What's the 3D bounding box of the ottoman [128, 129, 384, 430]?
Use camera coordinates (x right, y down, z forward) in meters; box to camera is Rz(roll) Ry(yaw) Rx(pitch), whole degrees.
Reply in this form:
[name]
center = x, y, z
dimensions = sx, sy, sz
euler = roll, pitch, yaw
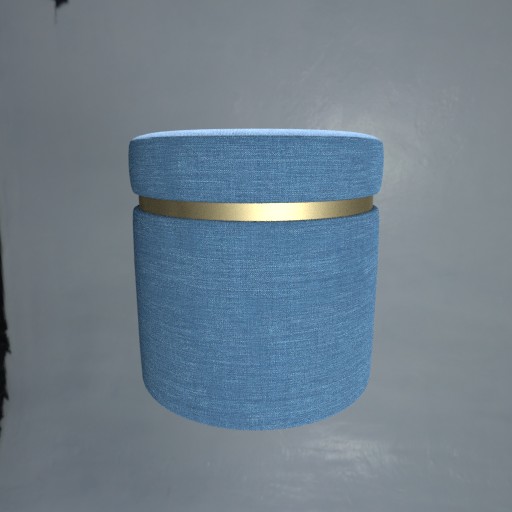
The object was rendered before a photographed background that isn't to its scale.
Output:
[ottoman]
center = 0.000, 0.000, 0.750
dimensions = 0.398, 0.406, 0.398
euler = 0, 13, 0
